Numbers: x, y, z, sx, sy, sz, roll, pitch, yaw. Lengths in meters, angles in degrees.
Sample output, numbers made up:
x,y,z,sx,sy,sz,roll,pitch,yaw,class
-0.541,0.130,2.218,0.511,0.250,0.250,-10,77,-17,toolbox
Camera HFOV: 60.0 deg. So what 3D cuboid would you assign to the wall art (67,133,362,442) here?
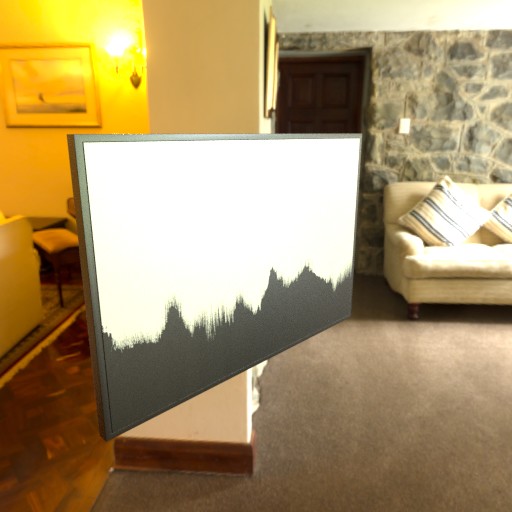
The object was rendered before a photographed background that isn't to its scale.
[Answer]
x,y,z,sx,sy,sz,roll,pitch,yaw,class
0.000,0.000,0.838,0.022,0.446,0.659,15,21,43,wall art
